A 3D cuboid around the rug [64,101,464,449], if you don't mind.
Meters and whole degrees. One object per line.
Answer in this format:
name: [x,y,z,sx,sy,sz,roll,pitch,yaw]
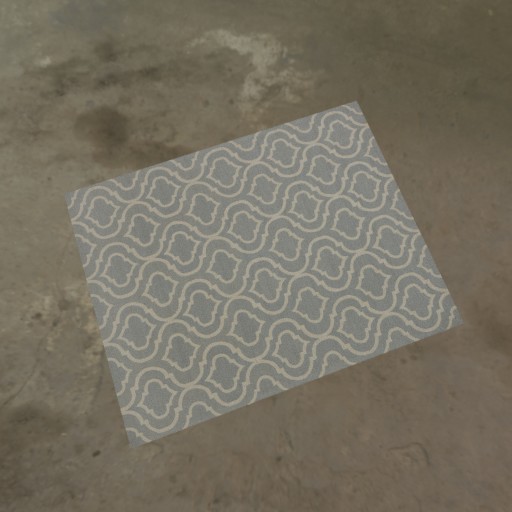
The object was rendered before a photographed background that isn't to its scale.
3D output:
rug: [0.000,0.000,3.881,2.892,0.006,2.283,-19,75,-5]
